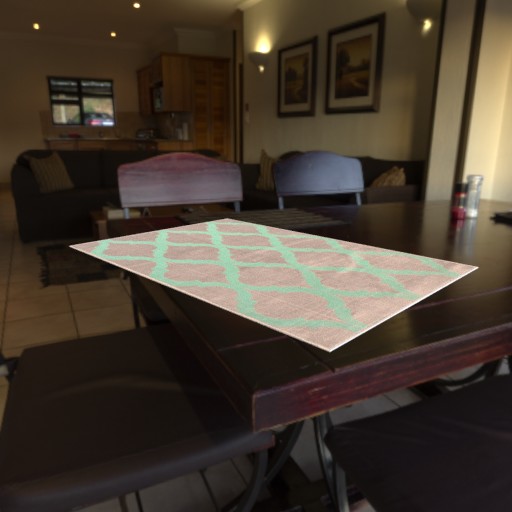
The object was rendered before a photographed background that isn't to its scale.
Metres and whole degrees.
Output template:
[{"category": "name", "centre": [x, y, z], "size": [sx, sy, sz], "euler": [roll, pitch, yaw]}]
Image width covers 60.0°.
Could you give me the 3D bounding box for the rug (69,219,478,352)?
[{"category": "rug", "centre": [0.000, 0.000, 2.943], "size": [2.286, 0.006, 1.524], "euler": [15, 21, 43]}]
